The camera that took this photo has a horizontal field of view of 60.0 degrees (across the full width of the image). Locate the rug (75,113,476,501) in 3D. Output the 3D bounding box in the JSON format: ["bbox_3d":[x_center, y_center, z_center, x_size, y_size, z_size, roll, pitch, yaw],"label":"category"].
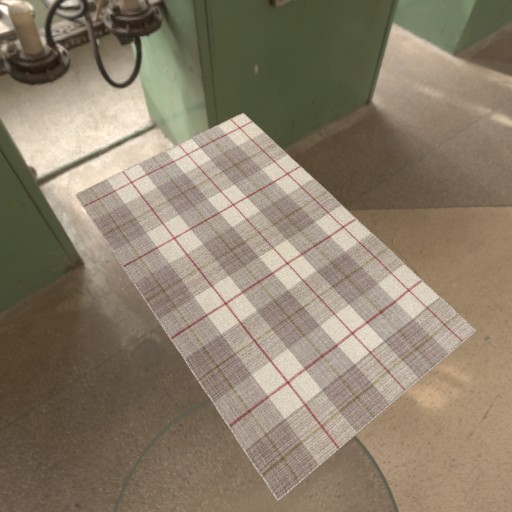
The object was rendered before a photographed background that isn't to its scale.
[{"bbox_3d":[0.000,0.000,2.987,1.549,0.010,2.464,-32,63,-19],"label":"rug"}]
